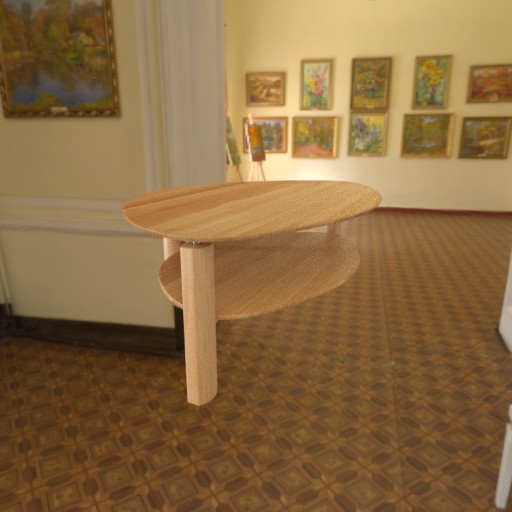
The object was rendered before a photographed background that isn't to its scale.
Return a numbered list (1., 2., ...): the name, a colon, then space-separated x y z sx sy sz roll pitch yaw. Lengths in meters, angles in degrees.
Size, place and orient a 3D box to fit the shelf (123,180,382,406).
1. shelf: 0.000 0.000 1.632 0.845 0.440 1.246 8 18 25
